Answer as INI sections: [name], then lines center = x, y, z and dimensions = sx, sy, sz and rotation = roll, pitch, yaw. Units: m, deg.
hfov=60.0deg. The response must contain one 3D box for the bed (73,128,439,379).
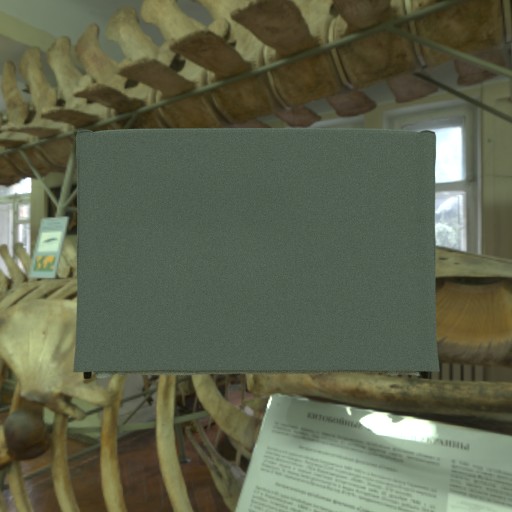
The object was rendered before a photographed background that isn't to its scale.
[bed]
center = 0.000, 0.000, 3.444
dimensions = 1.925, 1.332, 2.276
rotation = 0, -1, 0
